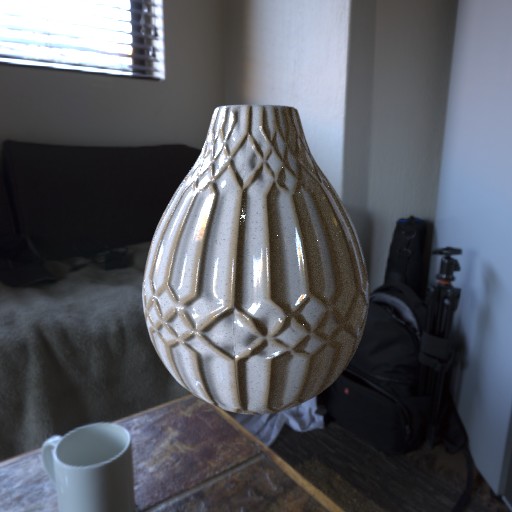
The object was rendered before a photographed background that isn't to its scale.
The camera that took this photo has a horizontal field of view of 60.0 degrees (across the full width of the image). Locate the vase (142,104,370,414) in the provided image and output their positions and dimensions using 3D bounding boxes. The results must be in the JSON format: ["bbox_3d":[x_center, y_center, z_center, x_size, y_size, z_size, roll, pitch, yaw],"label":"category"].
[{"bbox_3d":[0.000,0.000,0.314,0.159,0.200,0.159,0,15,0],"label":"vase"}]
